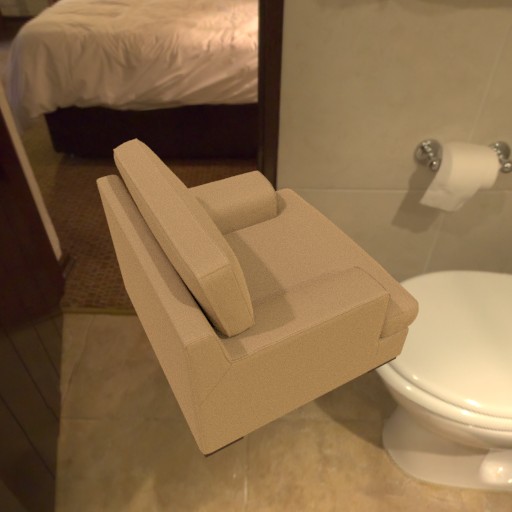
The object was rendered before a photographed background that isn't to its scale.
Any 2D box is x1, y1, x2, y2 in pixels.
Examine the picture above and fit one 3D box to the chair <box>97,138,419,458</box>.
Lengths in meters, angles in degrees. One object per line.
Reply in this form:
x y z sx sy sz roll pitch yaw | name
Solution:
0.000 0.000 2.157 1.274 1.005 1.293 -26 47 -27 | chair
